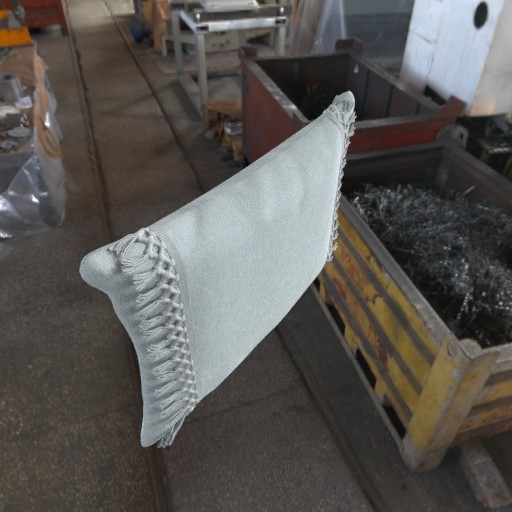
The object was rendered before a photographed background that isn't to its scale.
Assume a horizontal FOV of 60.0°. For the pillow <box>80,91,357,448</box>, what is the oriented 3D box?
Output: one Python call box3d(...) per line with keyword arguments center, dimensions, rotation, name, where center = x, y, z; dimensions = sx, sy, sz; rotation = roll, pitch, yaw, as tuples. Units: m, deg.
box3d(center=(0.000, 0.000, 0.584), dimensions=(0.084, 0.305, 0.466), rotation=(25, 46, 27), name="pillow")
